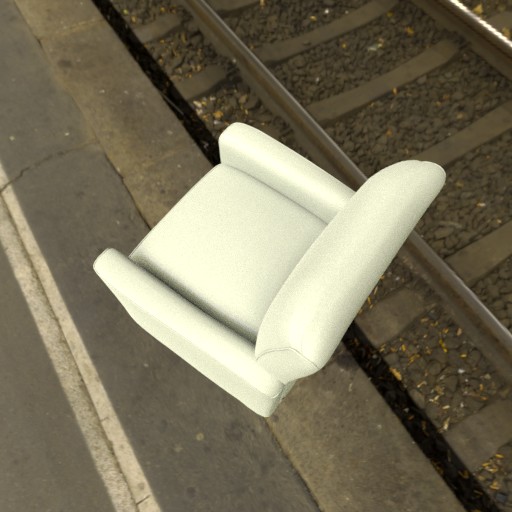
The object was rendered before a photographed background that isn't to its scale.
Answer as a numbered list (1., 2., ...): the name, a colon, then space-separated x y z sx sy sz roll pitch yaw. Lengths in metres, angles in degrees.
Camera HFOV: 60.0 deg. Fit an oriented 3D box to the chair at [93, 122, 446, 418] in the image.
1. chair: 0.000 0.000 1.627 0.846 1.007 0.853 33 68 15
